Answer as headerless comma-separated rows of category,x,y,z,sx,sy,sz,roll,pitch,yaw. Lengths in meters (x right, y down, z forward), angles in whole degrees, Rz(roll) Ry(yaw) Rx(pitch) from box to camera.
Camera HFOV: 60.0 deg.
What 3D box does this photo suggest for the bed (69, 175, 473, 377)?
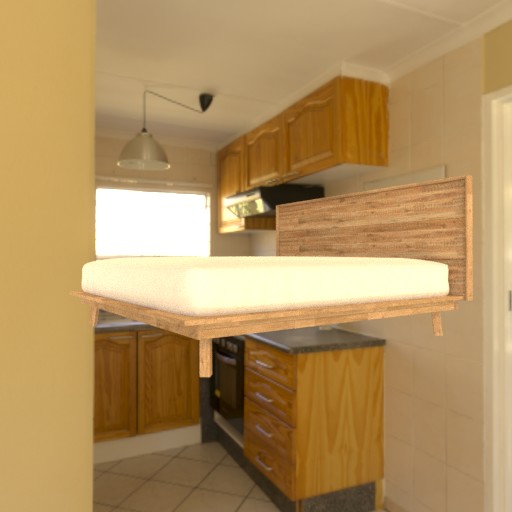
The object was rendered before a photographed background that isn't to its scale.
bed,0.000,0.000,3.288,2.167,1.100,2.116,0,0,-35
